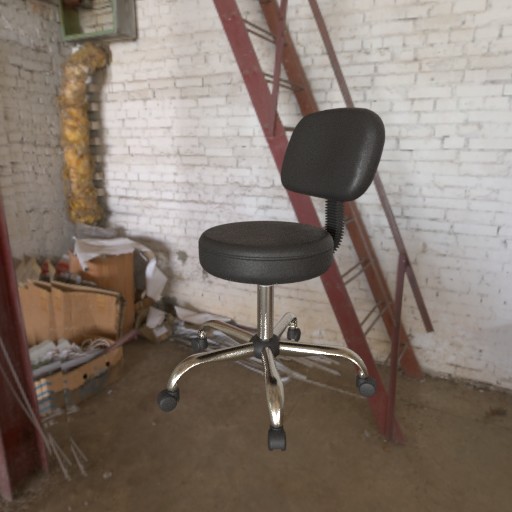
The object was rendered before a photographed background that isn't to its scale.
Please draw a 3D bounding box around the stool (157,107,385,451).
[{"bbox_3d":[0.000,0.000,1.337,0.648,0.862,0.673,-8,17,-26],"label":"stool"}]
